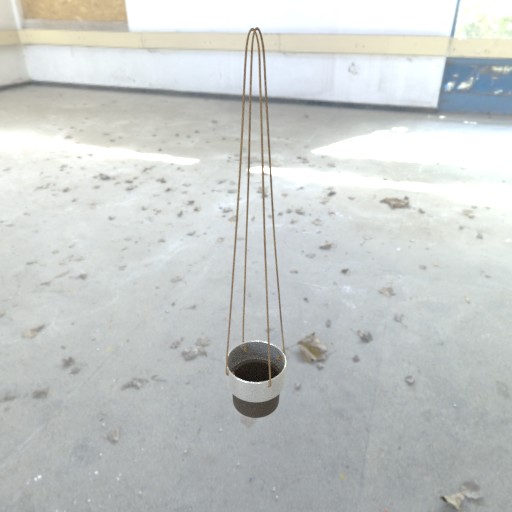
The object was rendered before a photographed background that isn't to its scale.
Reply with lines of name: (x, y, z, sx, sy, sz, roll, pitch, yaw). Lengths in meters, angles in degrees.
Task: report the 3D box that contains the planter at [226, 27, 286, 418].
planter: (0.000, 0.000, 1.169, 0.187, 1.073, 0.187, 10, 32, 17)
